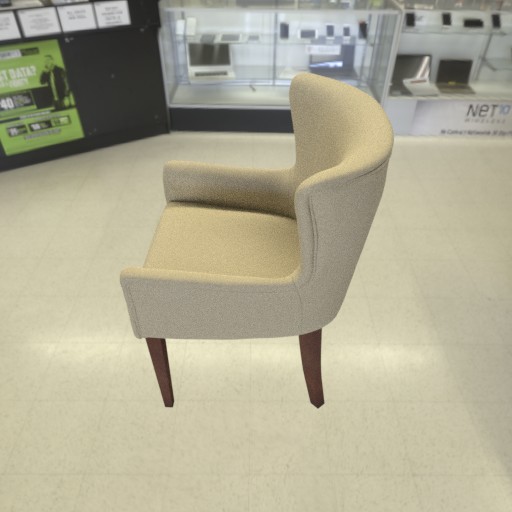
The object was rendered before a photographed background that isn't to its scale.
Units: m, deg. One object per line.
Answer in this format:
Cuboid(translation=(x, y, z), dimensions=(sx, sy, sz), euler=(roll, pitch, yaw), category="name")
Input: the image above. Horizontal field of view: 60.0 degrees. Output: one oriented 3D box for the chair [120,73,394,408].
Cuboid(translation=(0.000, 0.000, 1.423), dimensions=(0.686, 0.952, 0.660), euler=(2, 41, 2), category="chair")
